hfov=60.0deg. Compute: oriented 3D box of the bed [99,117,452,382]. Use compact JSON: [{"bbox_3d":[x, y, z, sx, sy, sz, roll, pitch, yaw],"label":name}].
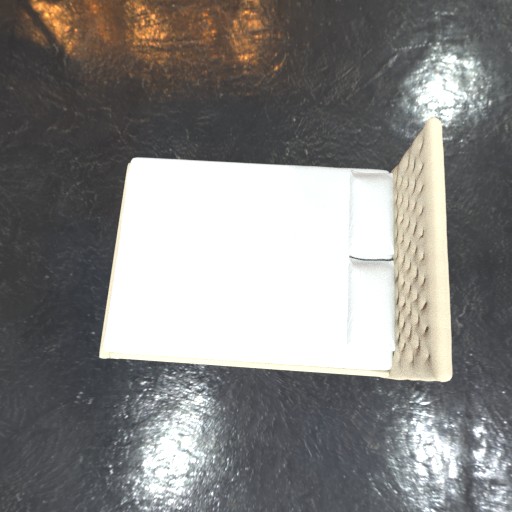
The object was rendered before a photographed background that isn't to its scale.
[{"bbox_3d":[0.000,0.000,3.414,2.387,1.427,1.698,4,76,1],"label":"bed"}]
